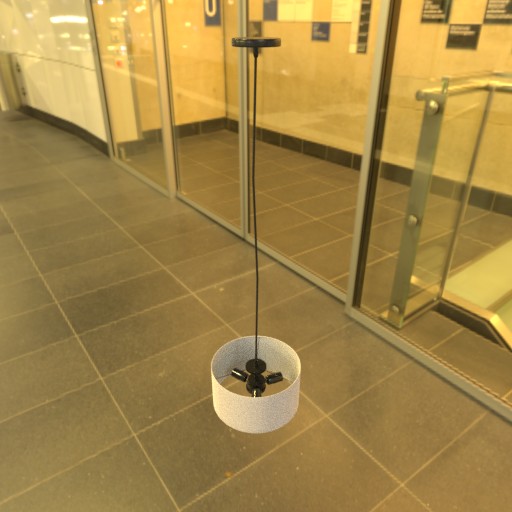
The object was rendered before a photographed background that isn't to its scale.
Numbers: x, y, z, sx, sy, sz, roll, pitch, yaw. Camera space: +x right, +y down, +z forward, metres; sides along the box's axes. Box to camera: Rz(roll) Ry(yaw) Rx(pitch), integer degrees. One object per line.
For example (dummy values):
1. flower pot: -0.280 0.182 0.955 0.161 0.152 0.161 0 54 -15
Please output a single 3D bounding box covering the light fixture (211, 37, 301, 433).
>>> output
1. light fixture: 0.000 0.000 1.717 0.399 1.516 0.399 0 28 0
